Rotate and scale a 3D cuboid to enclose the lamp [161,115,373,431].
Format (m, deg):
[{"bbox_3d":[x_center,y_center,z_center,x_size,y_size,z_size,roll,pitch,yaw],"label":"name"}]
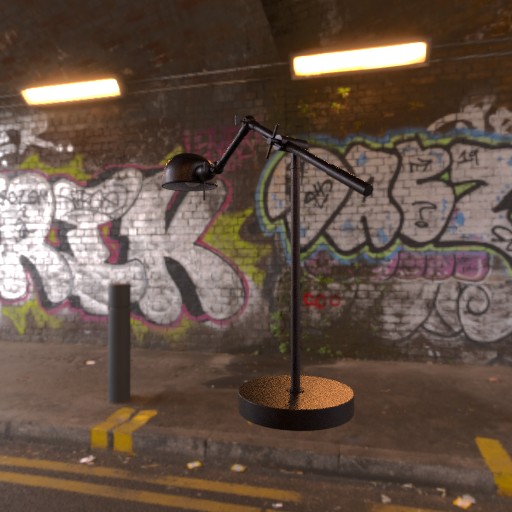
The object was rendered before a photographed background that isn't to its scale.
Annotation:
[{"bbox_3d":[0.000,0.000,0.806,0.185,0.495,0.567,0,0,-36],"label":"lamp"}]
